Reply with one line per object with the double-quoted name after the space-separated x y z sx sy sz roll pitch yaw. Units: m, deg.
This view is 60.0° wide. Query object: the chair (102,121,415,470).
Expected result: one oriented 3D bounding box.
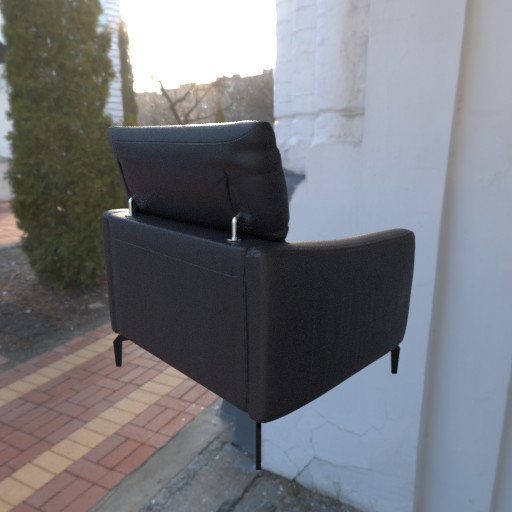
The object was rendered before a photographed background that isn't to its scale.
0.000 0.000 1.684 0.809 0.949 0.976 -14 20 -42 "chair"
